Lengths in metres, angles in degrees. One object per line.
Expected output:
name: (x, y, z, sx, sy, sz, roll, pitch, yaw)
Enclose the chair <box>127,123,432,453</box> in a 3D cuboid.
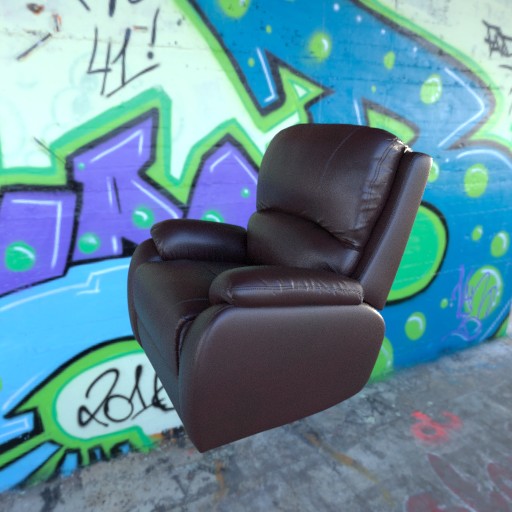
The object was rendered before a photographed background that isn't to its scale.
chair: (0.000, 0.000, 1.758, 0.899, 1.011, 0.930, -8, 19, -26)
